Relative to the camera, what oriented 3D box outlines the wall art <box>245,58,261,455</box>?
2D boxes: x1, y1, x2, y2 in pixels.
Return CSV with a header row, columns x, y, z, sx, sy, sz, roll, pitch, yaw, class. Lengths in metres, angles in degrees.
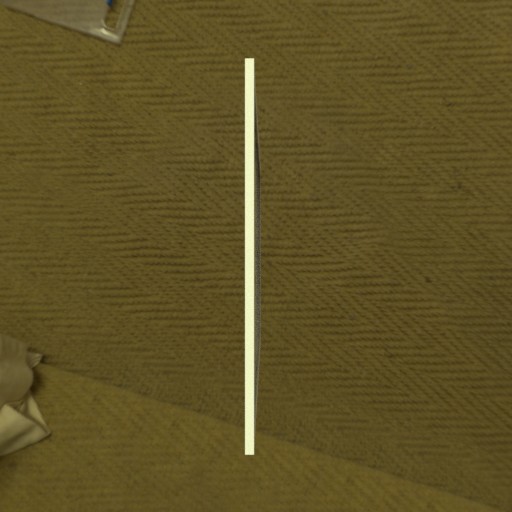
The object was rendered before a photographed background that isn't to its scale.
x,y,z,sx,sy,sz,roll,pitch,yaw,class
0.000,0.000,1.221,0.015,0.965,0.660,0,90,1,wall art
